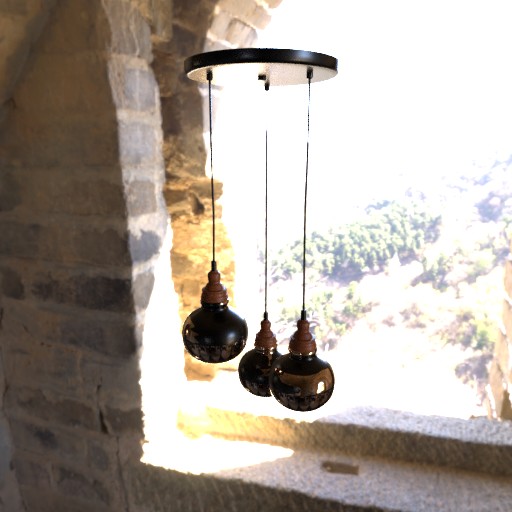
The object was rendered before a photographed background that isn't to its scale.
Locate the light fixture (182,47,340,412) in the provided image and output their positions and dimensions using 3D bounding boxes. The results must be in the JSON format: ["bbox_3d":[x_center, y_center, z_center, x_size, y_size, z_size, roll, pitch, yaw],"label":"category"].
[{"bbox_3d":[0.000,0.000,1.750,0.605,1.410,0.608,-7,15,-27],"label":"light fixture"}]
